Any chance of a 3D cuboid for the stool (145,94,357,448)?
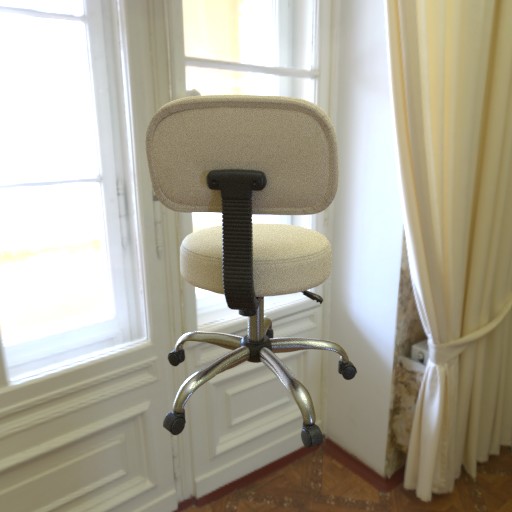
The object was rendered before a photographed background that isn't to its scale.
[{"bbox_3d":[0.000,0.000,1.243,0.609,0.810,0.616,2,16,8],"label":"stool"}]
